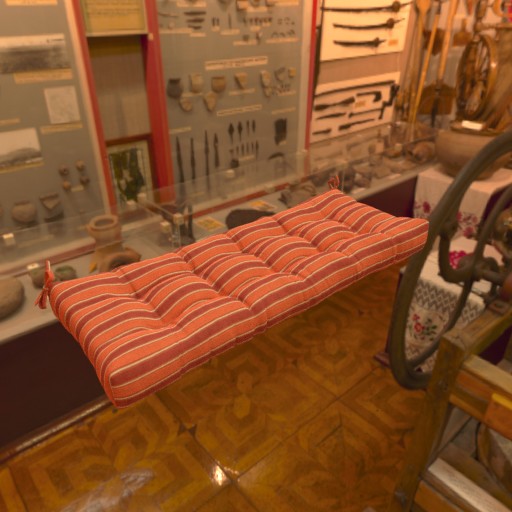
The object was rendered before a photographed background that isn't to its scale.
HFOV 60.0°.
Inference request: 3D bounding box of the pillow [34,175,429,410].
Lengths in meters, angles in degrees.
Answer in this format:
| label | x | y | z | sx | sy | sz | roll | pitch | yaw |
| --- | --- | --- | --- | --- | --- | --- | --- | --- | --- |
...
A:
| label | x | y | z | sx | sy | sz | roll | pitch | yaw |
| --- | --- | --- | --- | --- | --- | --- | --- | --- | --- |
| pillow | 0.000 | 0.000 | 1.355 | 1.194 | 0.174 | 0.511 | -22 | 37 | -33 |
